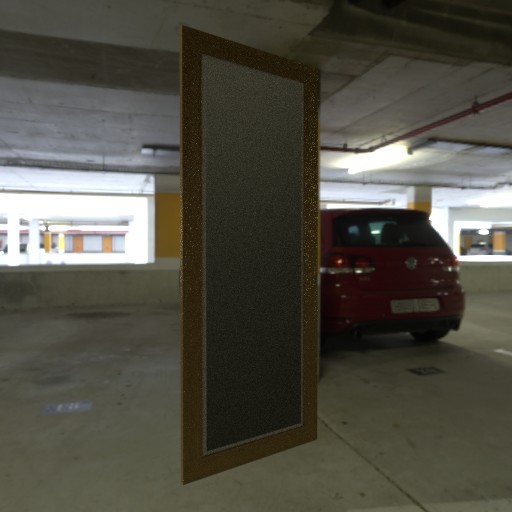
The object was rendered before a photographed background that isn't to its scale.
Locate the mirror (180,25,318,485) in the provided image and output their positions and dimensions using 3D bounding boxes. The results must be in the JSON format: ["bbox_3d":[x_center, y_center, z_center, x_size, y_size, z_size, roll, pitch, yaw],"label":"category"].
[{"bbox_3d":[0.000,0.000,2.201,0.812,2.031,0.025,-1,1,-36],"label":"mirror"}]
